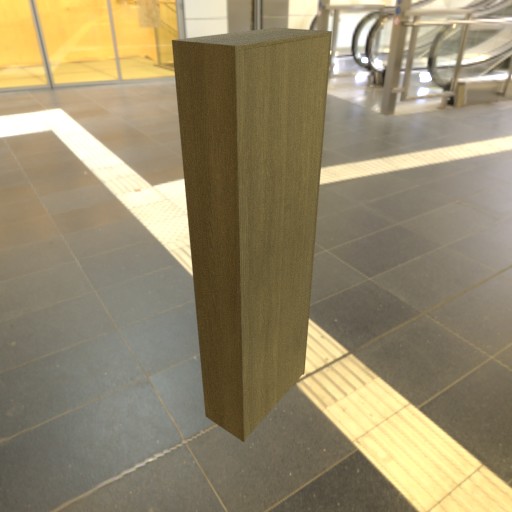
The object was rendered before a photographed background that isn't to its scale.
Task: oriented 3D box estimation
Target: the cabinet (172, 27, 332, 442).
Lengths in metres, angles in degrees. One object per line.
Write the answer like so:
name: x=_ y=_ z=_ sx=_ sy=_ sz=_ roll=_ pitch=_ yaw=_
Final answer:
cabinet: x=0.000 y=0.000 z=1.819 sx=0.255 sy=1.630 sz=0.520 roll=21 pitch=38 yaw=31
